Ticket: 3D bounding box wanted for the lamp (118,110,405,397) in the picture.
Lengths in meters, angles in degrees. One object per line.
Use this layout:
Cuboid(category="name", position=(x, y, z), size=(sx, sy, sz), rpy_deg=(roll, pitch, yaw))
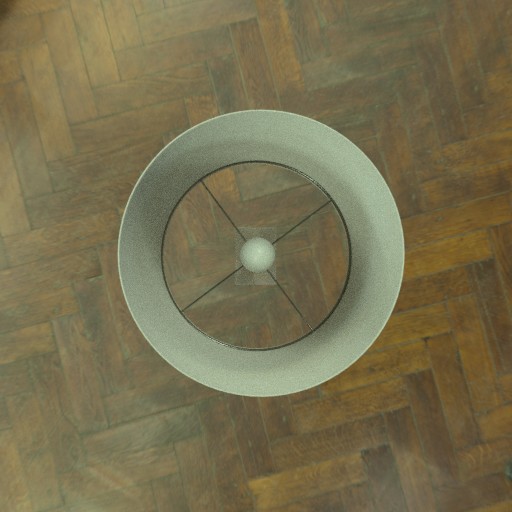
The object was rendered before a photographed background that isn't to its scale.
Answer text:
Cuboid(category="lamp", position=(0.000, 0.000, 0.561), size=(0.229, 0.417, 0.229), rpy_deg=(0, 89, -1))
